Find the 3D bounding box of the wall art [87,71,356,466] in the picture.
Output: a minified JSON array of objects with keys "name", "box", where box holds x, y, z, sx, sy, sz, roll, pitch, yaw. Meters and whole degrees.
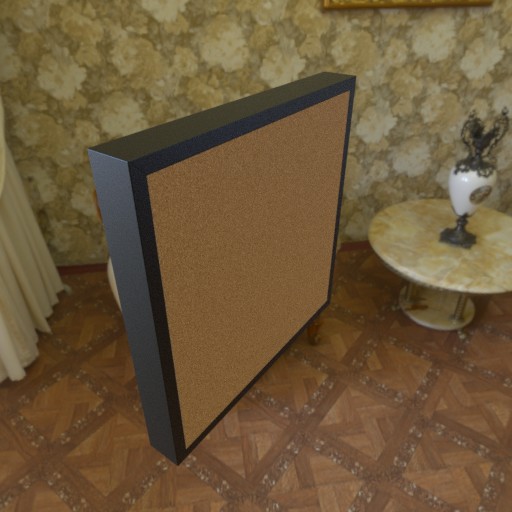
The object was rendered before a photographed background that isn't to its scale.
[{"name":"wall art","box":[0.000,0.000,0.451,0.038,0.304,0.304,22,39,30]}]
